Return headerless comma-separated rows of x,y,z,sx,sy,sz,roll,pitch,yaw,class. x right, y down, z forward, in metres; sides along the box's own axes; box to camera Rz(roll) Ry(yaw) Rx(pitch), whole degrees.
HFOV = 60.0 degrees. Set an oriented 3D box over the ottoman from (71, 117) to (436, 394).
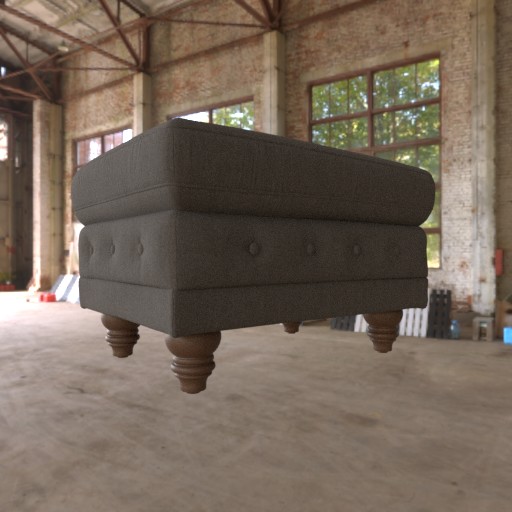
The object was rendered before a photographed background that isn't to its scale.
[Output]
0.000,0.000,1.127,0.771,0.500,0.569,0,0,-37,ottoman
